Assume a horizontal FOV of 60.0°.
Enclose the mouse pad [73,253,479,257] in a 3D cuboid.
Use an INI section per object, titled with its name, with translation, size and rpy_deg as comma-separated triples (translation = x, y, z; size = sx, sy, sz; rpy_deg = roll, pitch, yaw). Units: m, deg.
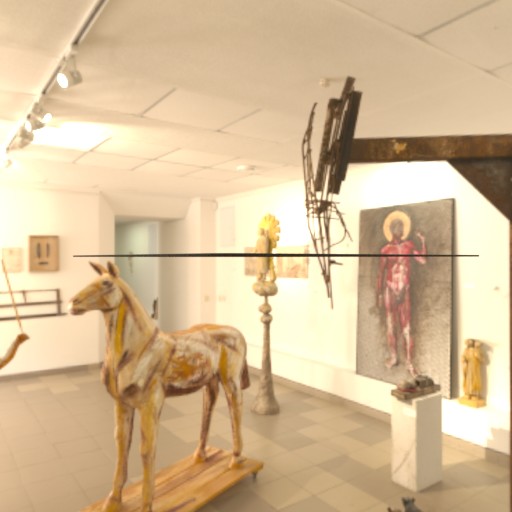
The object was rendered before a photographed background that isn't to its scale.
[mouse pad]
translation = 0.000, 0.000, 0.625
size = 0.393, 0.002, 0.451
rpy_deg = 0, 0, -36
